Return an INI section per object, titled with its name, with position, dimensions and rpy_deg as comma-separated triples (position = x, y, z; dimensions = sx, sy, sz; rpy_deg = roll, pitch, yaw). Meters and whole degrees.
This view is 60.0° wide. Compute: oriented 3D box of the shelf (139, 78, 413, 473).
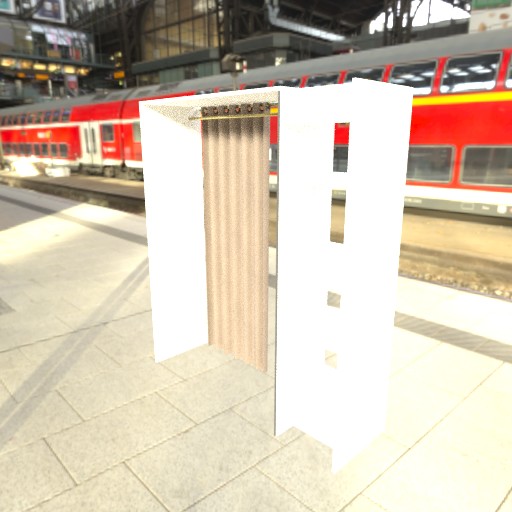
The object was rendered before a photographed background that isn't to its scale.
[shelf]
position = 0.000, 0.000, 2.665
dimensions = 0.500, 1.820, 1.600
rpy_deg = -14, 20, -43
